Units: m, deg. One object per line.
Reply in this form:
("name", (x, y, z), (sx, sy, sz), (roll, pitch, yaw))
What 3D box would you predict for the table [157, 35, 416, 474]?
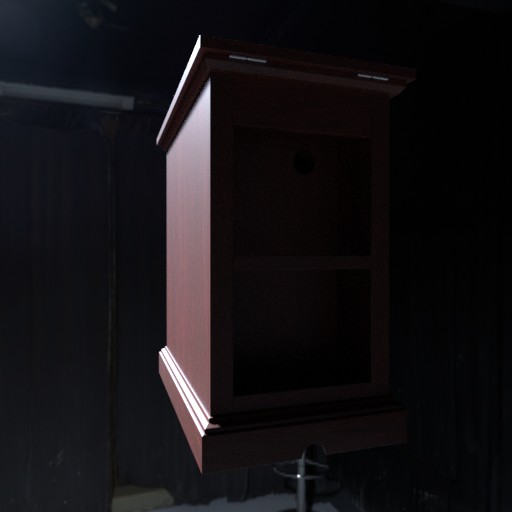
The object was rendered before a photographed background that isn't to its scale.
("table", (0.000, 0.000, 0.944), (0.356, 0.612, 0.584), (0, 0, -18))
